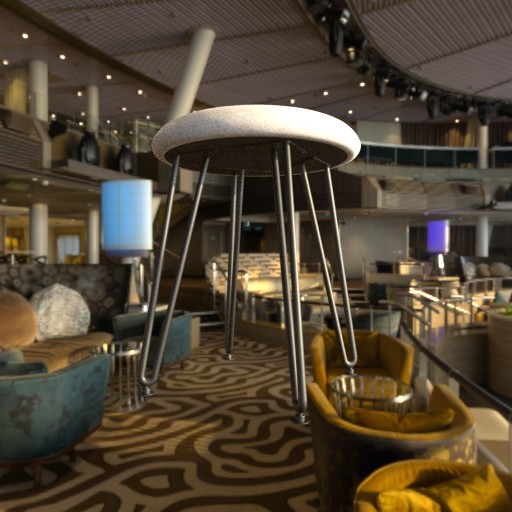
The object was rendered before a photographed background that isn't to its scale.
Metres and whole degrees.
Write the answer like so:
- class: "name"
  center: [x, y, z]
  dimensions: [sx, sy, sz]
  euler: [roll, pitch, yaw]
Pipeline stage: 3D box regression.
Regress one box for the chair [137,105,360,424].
- class: "chair"
  center: [0.000, 0.000, 0.674]
  dimensions: [0.350, 0.386, 0.350]
  euler: [0, 0, -18]
